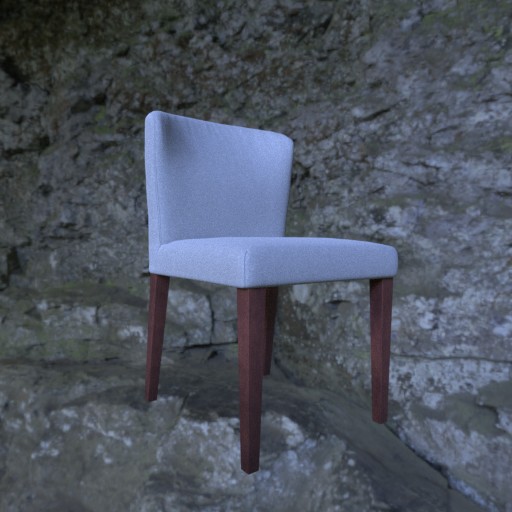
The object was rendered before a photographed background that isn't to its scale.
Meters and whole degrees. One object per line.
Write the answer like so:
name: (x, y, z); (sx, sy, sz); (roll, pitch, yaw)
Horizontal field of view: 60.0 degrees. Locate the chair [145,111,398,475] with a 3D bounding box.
chair: (0.000, 0.000, 1.203); (0.491, 0.839, 0.592); (-1, 3, -36)
